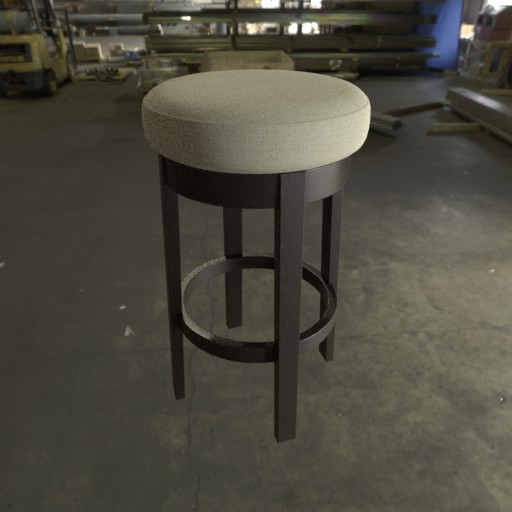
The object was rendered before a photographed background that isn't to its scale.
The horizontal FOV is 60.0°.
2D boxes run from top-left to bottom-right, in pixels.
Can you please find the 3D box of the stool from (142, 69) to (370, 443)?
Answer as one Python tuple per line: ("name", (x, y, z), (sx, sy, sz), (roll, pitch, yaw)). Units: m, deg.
("stool", (0.000, 0.000, 1.017), (0.446, 0.758, 0.446), (0, 31, 0))
